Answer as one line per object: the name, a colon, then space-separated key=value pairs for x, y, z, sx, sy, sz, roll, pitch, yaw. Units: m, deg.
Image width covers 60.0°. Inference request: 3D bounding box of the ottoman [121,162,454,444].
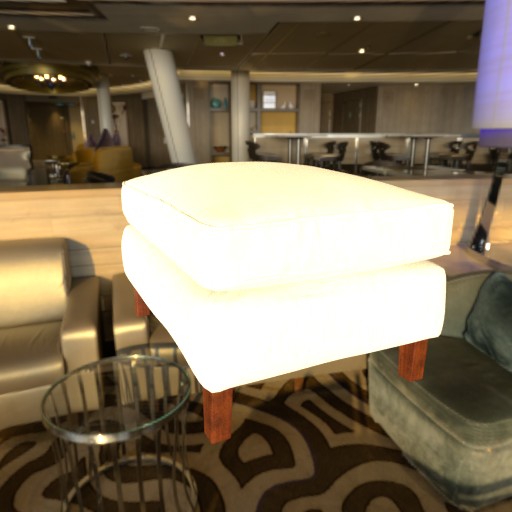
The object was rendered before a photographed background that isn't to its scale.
ottoman: x=0.000 y=0.000 z=0.981 sx=0.501 sy=0.406 sz=0.665 roll=-7 pitch=17 yaw=-25
